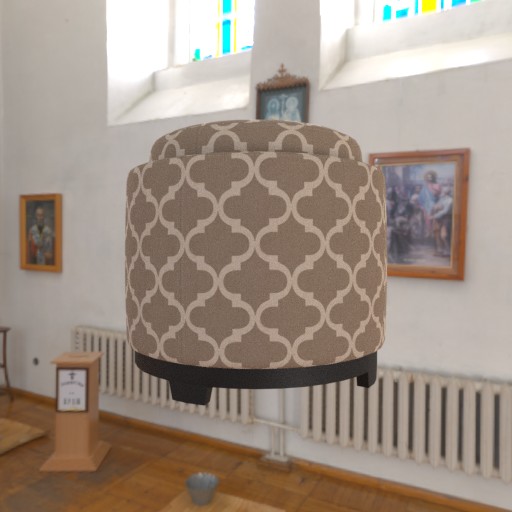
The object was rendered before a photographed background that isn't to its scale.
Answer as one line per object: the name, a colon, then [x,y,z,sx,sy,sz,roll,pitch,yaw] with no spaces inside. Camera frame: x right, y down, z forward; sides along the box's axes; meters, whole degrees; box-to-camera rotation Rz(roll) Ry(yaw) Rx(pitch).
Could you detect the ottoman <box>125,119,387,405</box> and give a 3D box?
ottoman: [0.000,0.000,0.846,0.480,0.429,0.480,0,0,0]
